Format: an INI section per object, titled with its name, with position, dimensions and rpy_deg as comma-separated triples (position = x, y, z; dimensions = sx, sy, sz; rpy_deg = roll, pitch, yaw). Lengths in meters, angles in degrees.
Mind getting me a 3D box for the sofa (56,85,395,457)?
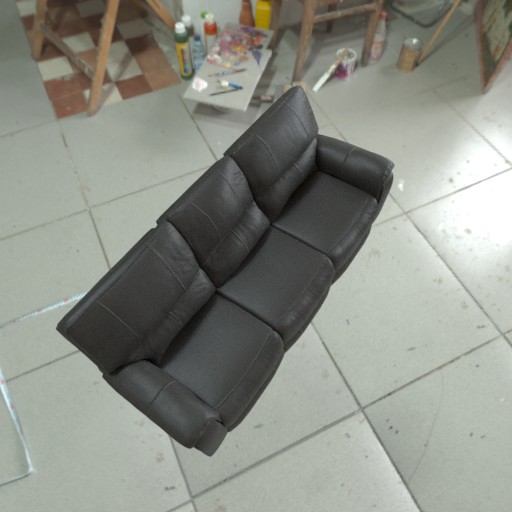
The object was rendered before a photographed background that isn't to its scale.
[sofa]
position = 0.000, 0.000, 3.263
dimensions = 1.104, 1.134, 2.627
rpy_deg = 31, 64, 17
